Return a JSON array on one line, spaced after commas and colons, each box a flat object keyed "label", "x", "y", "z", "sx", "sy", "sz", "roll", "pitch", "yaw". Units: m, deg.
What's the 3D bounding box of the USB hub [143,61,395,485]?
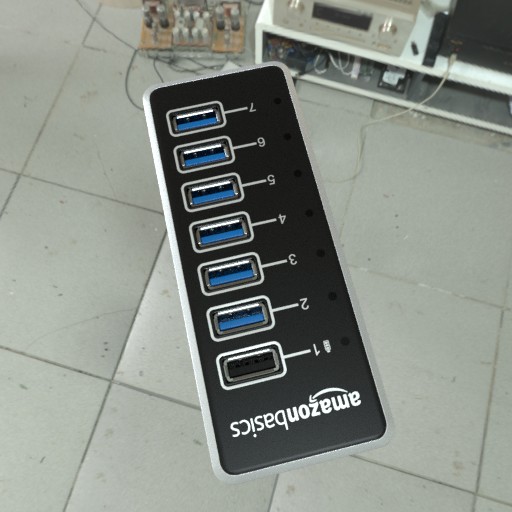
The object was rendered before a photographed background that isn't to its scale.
[{"label": "USB hub", "x": 0.000, "y": 0.000, "z": 0.127, "sx": 0.044, "sy": 0.023, "sz": 0.110, "roll": -13, "pitch": 75, "yaw": -3}]
